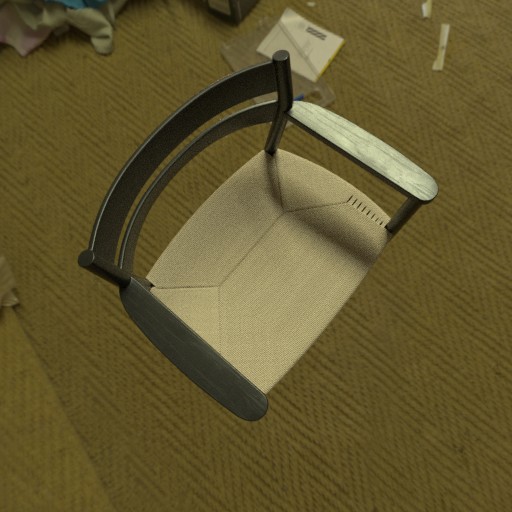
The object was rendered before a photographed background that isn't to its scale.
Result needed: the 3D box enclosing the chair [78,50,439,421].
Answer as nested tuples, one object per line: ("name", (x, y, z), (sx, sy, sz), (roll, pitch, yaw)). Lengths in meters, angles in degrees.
("chair", (0.000, 0.000, 1.164), (0.508, 0.775, 0.630), (39, 79, 9))
